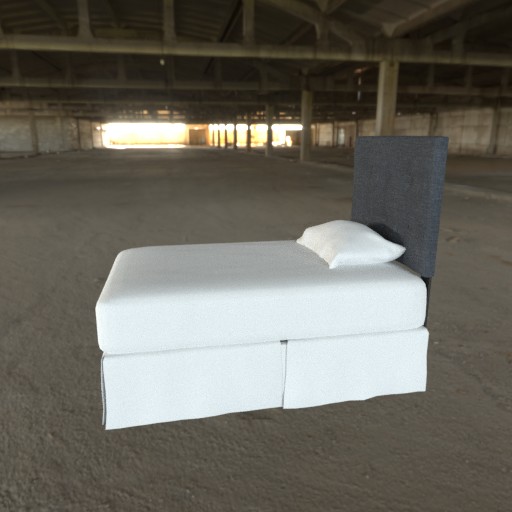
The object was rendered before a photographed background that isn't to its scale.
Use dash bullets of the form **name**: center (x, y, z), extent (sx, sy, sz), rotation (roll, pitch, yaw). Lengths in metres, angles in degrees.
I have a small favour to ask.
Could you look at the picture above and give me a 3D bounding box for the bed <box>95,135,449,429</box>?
- **bed**: center (0.000, 0.000, 2.999), extent (1.997, 1.571, 1.261), rotation (-3, 15, -10)
